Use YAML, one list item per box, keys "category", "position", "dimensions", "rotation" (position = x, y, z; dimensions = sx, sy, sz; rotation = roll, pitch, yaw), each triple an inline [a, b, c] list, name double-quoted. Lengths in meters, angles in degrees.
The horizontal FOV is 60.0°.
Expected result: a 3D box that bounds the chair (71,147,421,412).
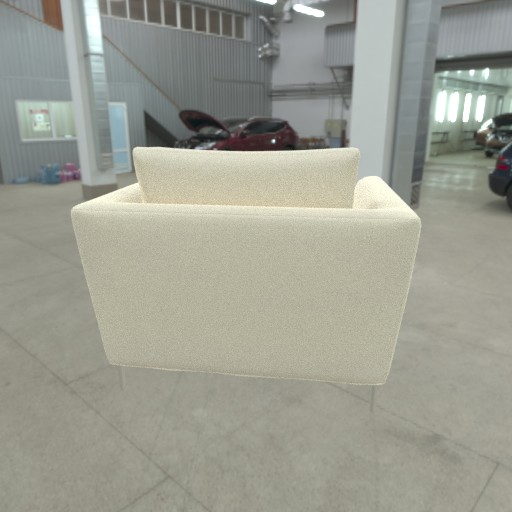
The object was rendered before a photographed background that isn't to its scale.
- category: "chair"
  position: [0.000, 0.000, 1.737]
  dimensions: [1.041, 0.865, 0.889]
  rotation: [2, 17, 8]
